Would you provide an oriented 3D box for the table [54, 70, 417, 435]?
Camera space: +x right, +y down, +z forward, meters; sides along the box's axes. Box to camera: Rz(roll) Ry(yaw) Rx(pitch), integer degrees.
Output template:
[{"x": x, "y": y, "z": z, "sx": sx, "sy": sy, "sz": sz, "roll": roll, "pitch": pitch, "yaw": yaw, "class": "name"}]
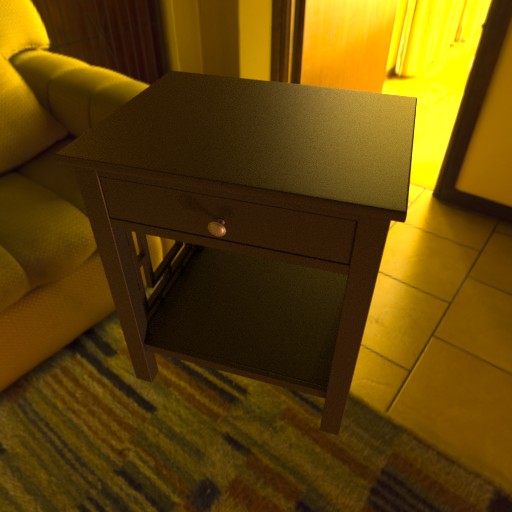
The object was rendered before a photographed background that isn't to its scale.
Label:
[{"x": 0.000, "y": 0.000, "z": 1.030, "sx": 0.564, "sy": 0.646, "sz": 0.451, "roll": 11, "pitch": 42, "yaw": 13, "class": "table"}]
